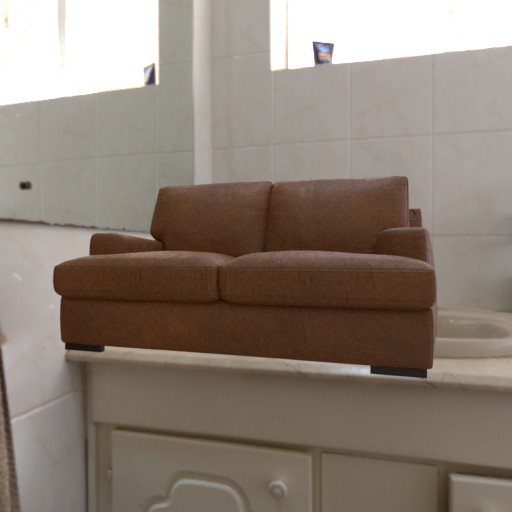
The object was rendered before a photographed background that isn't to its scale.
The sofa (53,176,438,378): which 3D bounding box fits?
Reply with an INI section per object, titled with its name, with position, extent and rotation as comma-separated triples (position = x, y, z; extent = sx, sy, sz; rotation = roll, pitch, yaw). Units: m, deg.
[sofa]
position = 0.000, 0.000, 2.504
extent = 1.880, 0.966, 1.144
rotation = 0, 0, 18
